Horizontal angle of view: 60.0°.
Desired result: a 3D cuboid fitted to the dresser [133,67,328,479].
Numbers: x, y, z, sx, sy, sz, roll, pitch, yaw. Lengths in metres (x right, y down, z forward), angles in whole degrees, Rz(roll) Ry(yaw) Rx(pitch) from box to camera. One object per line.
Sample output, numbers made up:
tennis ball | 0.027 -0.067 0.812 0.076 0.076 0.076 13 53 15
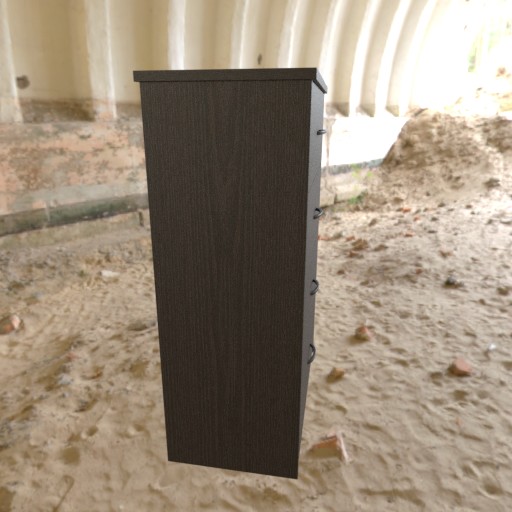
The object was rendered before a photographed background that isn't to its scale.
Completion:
dresser | 0.000 0.000 1.385 0.399 1.020 0.704 3 18 10
